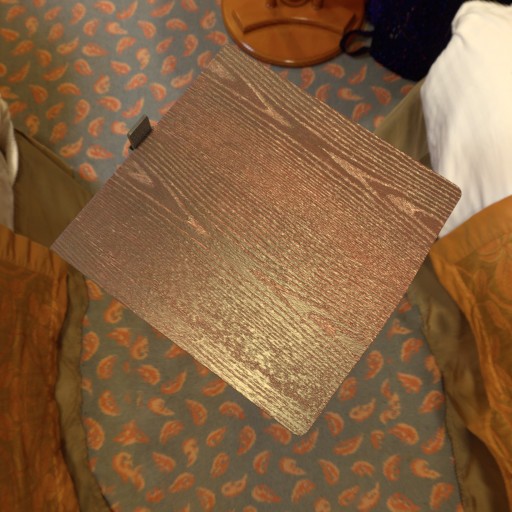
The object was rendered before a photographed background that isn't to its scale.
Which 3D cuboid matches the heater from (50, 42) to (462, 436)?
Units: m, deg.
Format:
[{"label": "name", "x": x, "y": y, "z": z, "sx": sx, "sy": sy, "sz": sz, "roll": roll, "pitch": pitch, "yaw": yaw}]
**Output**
[{"label": "heater", "x": 0.000, "y": 0.000, "z": 0.747, "sx": 0.400, "sy": 0.481, "sz": 0.362, "roll": 35, "pitch": 79, "yaw": 8}]
